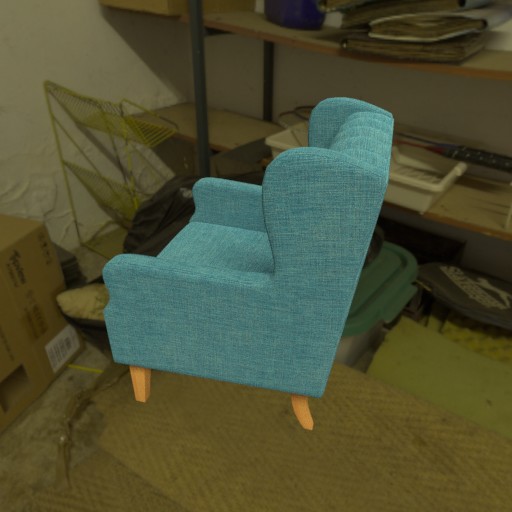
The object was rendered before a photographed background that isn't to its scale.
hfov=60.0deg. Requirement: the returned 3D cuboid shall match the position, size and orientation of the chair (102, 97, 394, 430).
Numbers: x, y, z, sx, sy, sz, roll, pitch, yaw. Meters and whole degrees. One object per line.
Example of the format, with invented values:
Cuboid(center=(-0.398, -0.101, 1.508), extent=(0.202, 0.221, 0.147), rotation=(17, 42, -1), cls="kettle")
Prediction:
Cuboid(center=(0.000, 0.000, 1.519), extent=(0.775, 0.952, 0.711), rotation=(8, 32, 14), cls="chair")
